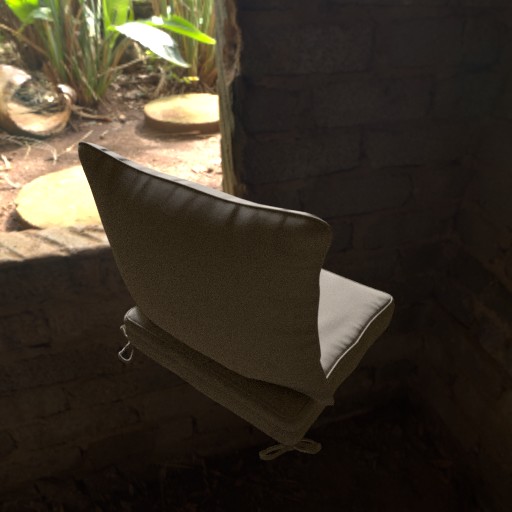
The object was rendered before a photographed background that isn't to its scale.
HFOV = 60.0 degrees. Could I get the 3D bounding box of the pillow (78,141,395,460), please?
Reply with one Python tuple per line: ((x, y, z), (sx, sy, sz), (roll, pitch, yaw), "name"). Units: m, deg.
((0.000, 0.000, 1.353), (0.798, 0.716, 0.733), (22, 38, 31), "pillow")
